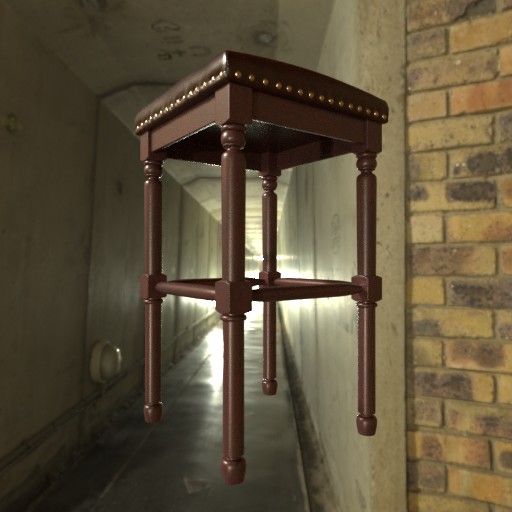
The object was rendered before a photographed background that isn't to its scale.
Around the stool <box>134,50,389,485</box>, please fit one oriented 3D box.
[{"bbox_3d":[0.000,0.000,0.915,0.383,0.702,0.382,0,0,-36],"label":"stool"}]
